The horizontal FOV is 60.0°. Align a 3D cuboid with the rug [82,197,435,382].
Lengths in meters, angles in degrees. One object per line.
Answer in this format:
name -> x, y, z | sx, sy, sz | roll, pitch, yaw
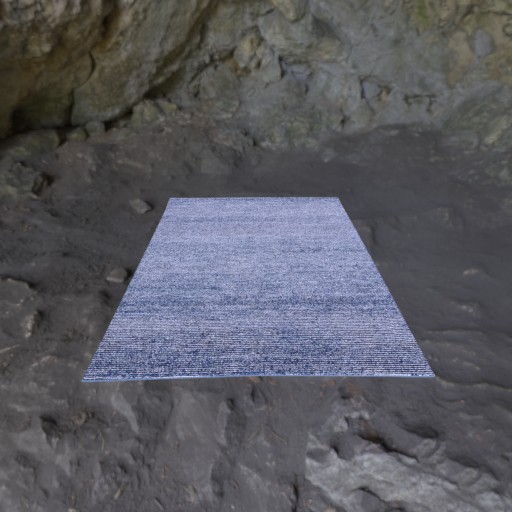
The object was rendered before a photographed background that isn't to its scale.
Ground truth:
rug -> 0.000, 0.000, 2.220 | 1.145, 0.021, 1.777 | 0, 27, -1
